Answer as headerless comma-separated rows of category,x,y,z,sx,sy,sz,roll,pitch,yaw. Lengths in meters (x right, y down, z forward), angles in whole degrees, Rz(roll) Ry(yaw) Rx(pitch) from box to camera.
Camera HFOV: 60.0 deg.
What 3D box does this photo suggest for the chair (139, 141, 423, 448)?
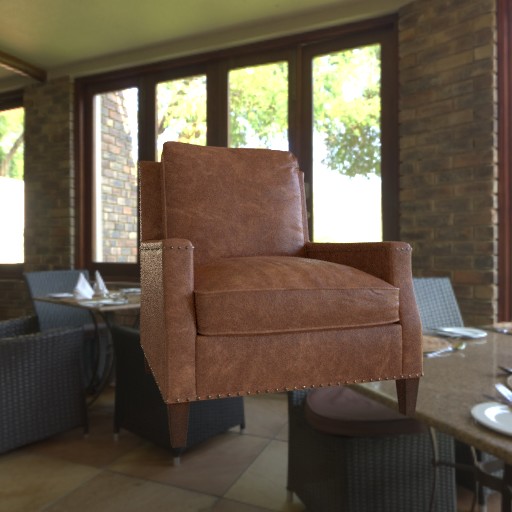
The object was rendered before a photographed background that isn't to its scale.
chair,0.000,0.000,1.784,0.854,1.054,1.035,0,0,-19
